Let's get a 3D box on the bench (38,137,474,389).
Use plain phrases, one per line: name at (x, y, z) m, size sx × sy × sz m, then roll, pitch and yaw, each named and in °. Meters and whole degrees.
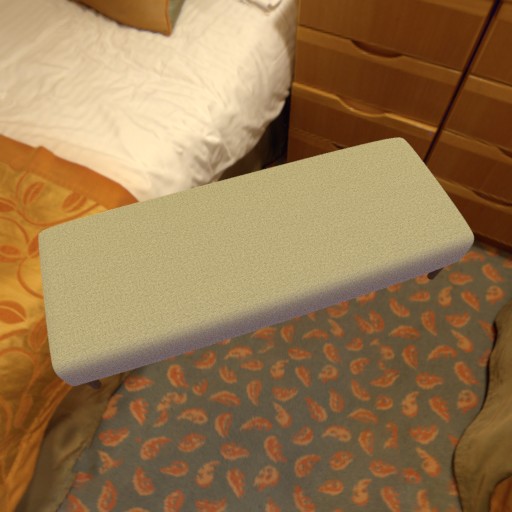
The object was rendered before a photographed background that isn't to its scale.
bench at (0.000, 0.000, 1.843) m, size 1.598 × 0.383 × 0.631 m, roll -16°, pitch 60°, yaw -10°
